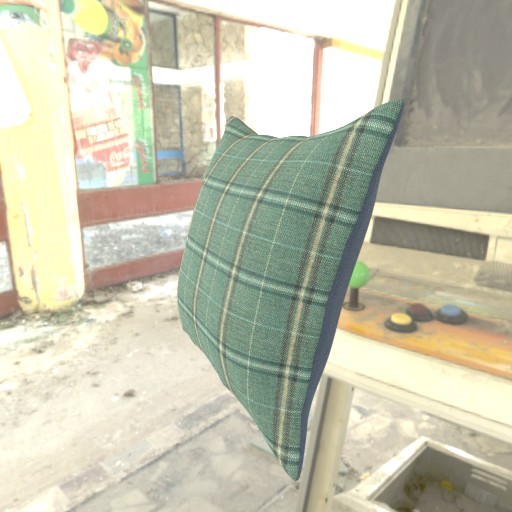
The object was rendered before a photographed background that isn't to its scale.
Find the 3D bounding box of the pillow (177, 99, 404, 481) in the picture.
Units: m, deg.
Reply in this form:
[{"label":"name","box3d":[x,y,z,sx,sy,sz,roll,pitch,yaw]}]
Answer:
[{"label":"pillow","box3d":[0.000,0.000,0.680,0.200,0.430,0.453,-7,17,-25]}]
